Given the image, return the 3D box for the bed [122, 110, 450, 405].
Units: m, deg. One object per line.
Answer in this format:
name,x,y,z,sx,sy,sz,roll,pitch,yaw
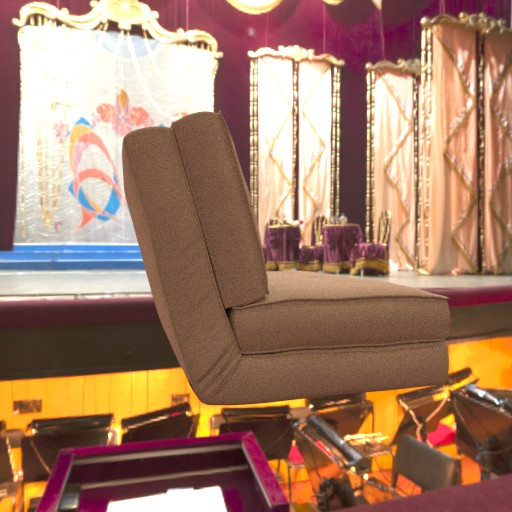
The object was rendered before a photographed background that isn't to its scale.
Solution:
bed,0.000,0.000,1.307,0.749,0.614,0.799,0,1,-16
